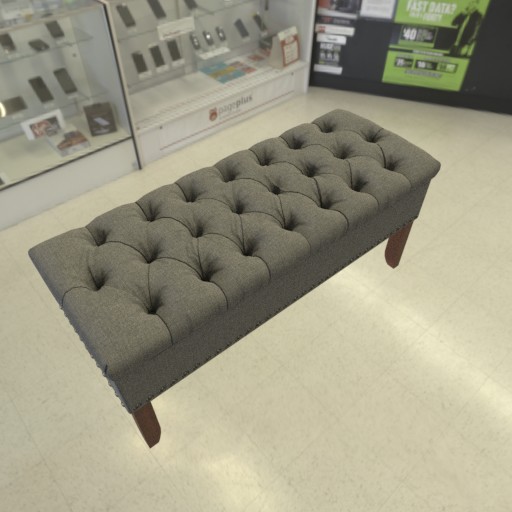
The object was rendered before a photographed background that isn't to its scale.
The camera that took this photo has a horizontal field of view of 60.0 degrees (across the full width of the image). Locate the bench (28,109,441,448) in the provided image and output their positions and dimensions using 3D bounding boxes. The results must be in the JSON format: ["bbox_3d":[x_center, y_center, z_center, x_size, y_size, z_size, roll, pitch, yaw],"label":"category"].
[{"bbox_3d":[0.000,0.000,1.296,1.052,0.470,0.417,-31,54,-26],"label":"bench"}]
